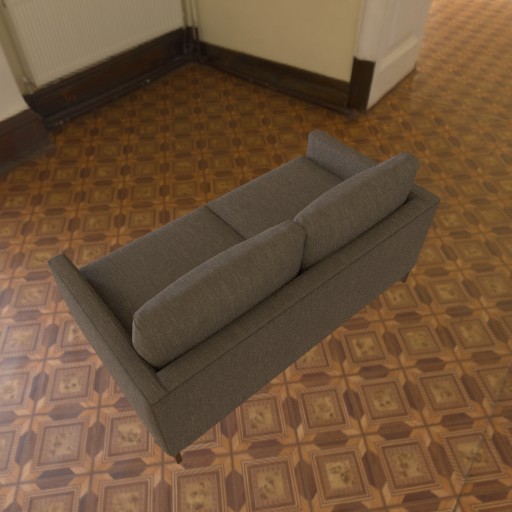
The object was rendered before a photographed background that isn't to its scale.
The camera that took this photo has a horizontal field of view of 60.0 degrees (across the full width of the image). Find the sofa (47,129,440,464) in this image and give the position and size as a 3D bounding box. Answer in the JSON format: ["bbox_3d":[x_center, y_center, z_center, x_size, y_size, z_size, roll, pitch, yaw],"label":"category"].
[{"bbox_3d":[0.000,0.000,2.179,1.682,0.840,0.875,-31,54,-26],"label":"sofa"}]
